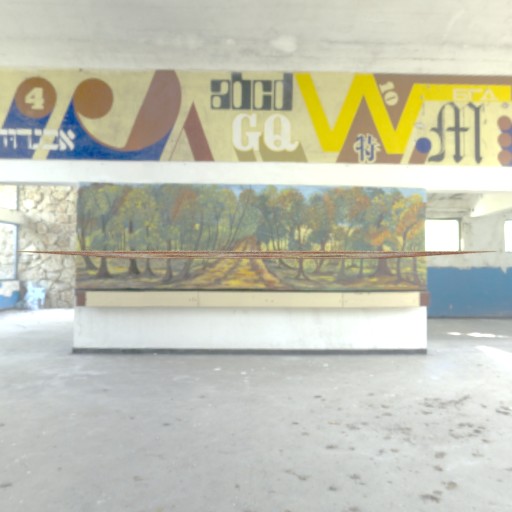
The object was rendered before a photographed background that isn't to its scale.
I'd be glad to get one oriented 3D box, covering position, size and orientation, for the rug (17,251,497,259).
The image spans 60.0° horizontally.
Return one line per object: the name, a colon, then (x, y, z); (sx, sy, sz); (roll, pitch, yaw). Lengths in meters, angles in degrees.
rug: (0.000, 0.000, 4.034); (3.067, 0.005, 2.460); (0, -1, 0)
